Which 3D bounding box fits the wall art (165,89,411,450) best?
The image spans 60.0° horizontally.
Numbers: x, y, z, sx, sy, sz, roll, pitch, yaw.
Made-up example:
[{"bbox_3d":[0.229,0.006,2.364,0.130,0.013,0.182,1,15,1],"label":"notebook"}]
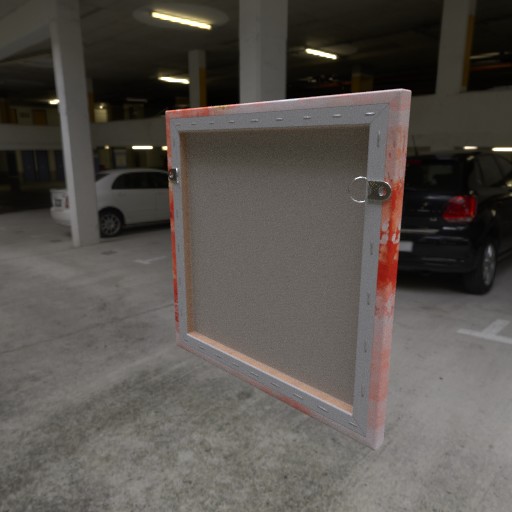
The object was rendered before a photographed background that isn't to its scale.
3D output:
[{"bbox_3d":[0.000,0.000,1.136,0.064,0.746,0.747,-14,19,-43],"label":"wall art"}]
